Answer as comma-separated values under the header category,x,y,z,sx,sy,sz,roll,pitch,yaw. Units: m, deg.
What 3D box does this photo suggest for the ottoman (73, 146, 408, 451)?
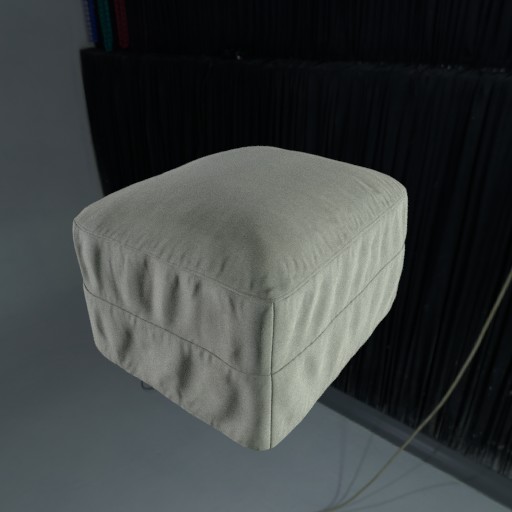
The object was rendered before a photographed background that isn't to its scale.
category,x,y,z,sx,sy,sz,roll,pitch,yaw
ottoman,0.000,0.000,1.131,0.584,0.480,0.712,18,32,32
